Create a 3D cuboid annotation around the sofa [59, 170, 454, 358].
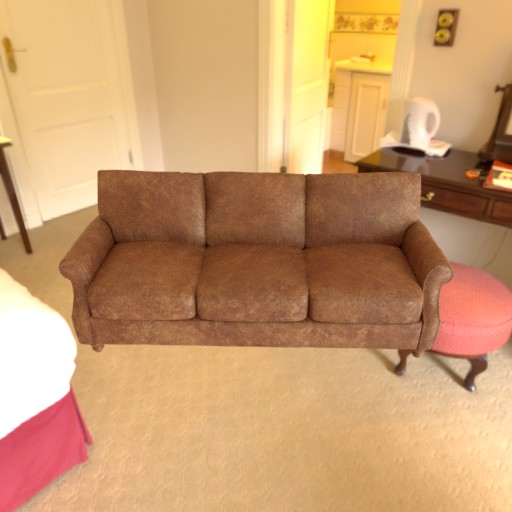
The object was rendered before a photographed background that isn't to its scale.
[{"bbox_3d":[0.000,0.000,2.946,2.351,0.977,0.973,1,29,1],"label":"sofa"}]
